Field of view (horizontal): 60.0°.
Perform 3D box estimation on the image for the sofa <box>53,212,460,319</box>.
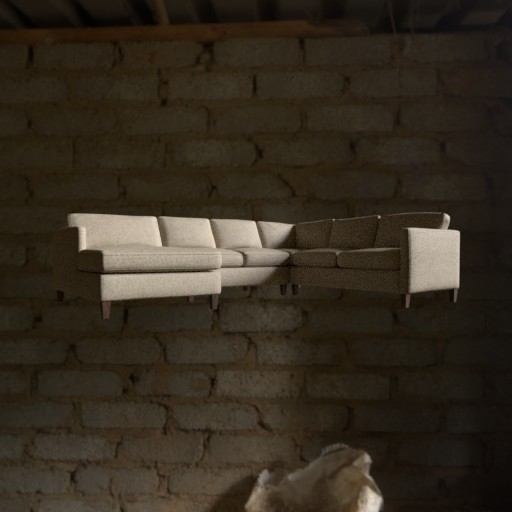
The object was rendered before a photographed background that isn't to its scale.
[{"bbox_3d":[0.000,0.000,4.625,3.460,0.959,2.593,0,0,-36],"label":"sofa"}]
